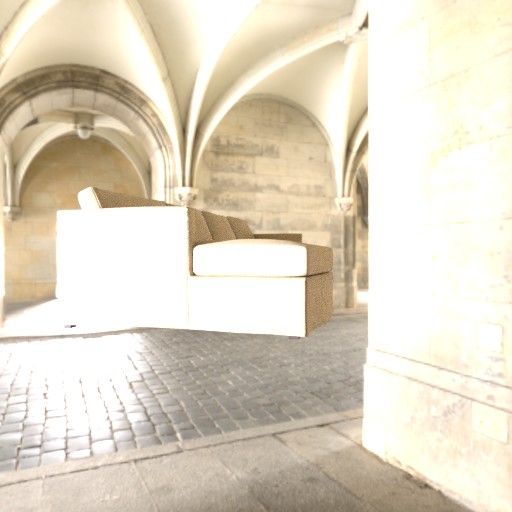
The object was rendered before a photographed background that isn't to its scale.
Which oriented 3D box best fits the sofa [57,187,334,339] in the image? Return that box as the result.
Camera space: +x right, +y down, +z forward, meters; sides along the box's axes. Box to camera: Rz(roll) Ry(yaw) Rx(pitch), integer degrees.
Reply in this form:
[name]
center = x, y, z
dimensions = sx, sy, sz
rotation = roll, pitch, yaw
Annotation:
[sofa]
center = 0.000, 0.000, 4.033
dimensions = 1.650, 0.922, 3.205
rotation = 0, 0, 18
